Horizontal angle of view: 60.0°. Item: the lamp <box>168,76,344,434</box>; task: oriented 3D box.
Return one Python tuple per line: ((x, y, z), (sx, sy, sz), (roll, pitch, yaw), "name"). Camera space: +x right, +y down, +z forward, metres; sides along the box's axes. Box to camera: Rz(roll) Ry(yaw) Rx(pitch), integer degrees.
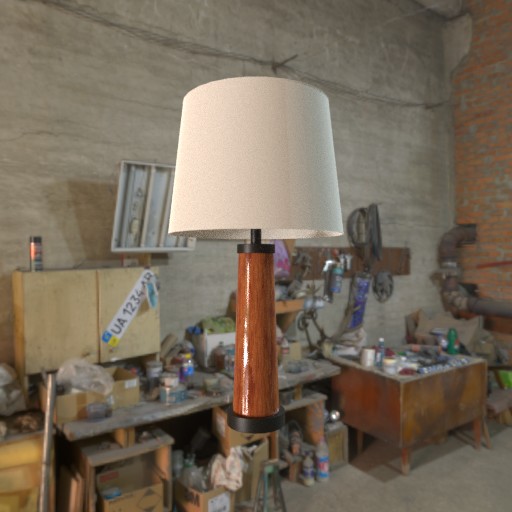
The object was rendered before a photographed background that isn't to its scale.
((0.000, 0.000, 0.891), (0.349, 0.667, 0.349), (0, -1, 0), "lamp")
